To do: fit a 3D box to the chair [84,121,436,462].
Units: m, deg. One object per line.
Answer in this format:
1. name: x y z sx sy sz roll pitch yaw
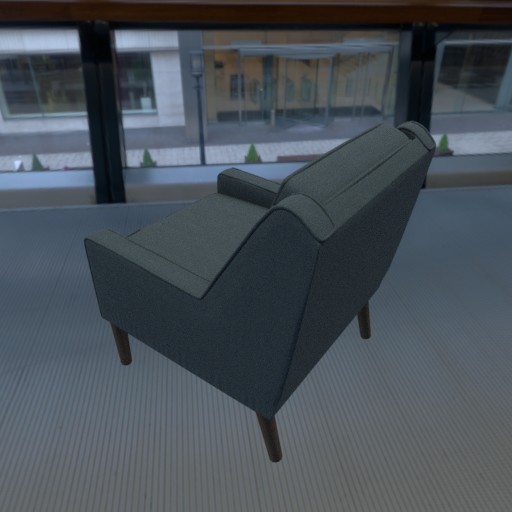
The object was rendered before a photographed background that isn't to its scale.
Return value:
1. chair: 0.000 0.000 1.314 0.733 0.780 0.663 21 38 30
